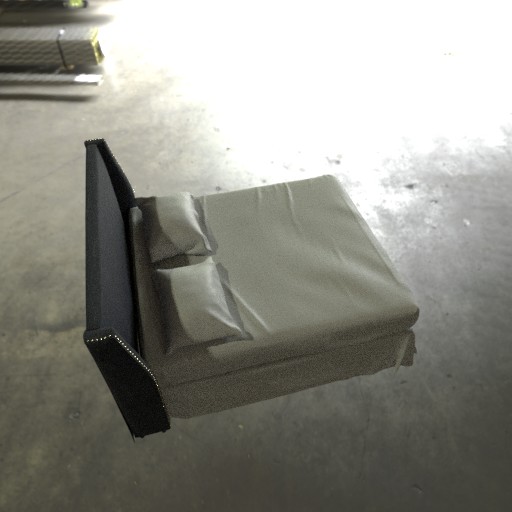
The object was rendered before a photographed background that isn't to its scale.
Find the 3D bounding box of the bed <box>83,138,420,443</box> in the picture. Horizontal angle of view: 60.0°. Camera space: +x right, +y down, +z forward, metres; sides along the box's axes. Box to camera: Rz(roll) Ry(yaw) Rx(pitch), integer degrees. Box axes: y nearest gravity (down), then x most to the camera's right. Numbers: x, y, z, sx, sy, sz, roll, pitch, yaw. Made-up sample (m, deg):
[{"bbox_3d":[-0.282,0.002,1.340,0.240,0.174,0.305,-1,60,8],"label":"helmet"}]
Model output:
[{"bbox_3d":[0.000,0.000,3.472,2.276,1.332,1.925,-11,48,-10],"label":"bed"}]
